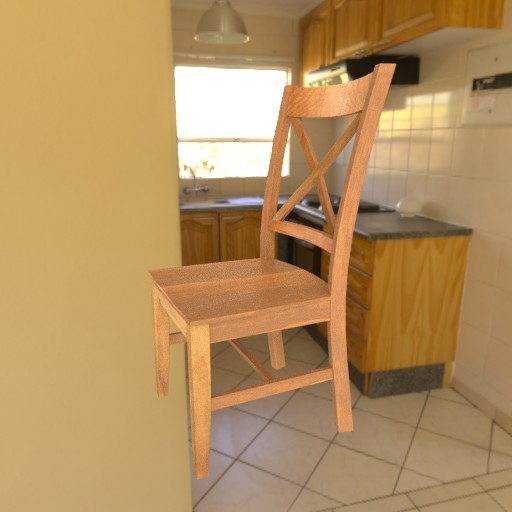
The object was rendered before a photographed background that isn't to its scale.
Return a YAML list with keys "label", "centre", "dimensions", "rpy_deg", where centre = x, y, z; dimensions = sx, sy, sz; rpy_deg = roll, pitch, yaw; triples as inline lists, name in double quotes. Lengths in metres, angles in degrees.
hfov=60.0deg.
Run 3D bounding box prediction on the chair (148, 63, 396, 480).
- label: "chair"
  centre: [0.000, 0.000, 1.265]
  dimensions: [0.542, 0.983, 0.485]
  rpy_deg: [-7, 16, -24]
